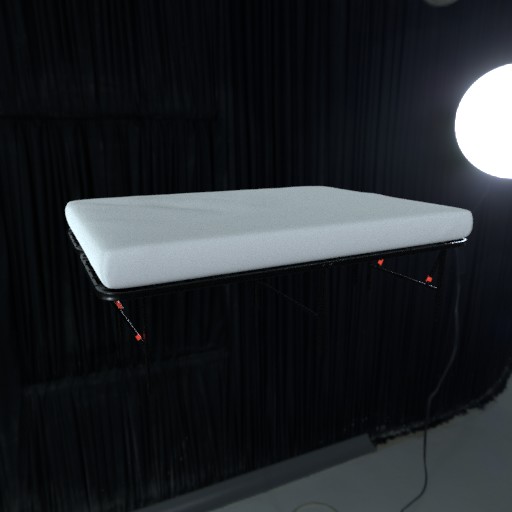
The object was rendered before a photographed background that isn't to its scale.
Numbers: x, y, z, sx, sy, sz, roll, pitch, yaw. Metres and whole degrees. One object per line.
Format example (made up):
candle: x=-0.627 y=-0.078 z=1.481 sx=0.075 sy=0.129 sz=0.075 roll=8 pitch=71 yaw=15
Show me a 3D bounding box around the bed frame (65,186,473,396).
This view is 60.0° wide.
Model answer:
bed frame: x=0.000 y=0.000 z=2.553 sx=1.905 sy=0.637 sz=1.372 roll=-8 pitch=17 yaw=-26
